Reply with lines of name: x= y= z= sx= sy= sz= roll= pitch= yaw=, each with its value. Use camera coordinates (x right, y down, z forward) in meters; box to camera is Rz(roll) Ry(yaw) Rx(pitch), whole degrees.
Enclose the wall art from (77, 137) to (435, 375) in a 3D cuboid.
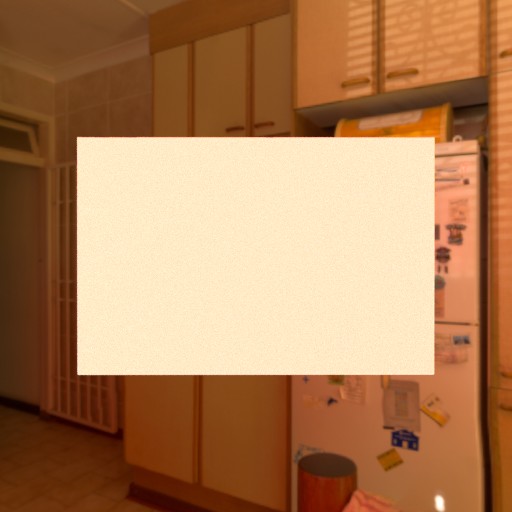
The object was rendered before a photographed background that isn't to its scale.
wall art: x=0.000 y=0.000 z=0.774 sx=0.609 sy=0.406 sz=0.039 roll=0 pitch=0 yaw=0
